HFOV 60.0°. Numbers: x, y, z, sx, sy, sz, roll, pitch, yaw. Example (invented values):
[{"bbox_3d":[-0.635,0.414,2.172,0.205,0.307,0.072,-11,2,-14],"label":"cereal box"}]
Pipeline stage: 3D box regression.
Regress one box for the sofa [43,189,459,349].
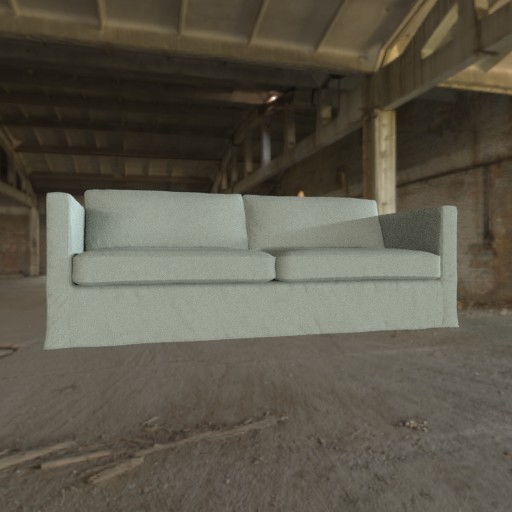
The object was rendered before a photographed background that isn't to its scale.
[{"bbox_3d":[0.000,0.000,2.786,2.312,0.853,0.962,0,1,-16],"label":"sofa"}]
